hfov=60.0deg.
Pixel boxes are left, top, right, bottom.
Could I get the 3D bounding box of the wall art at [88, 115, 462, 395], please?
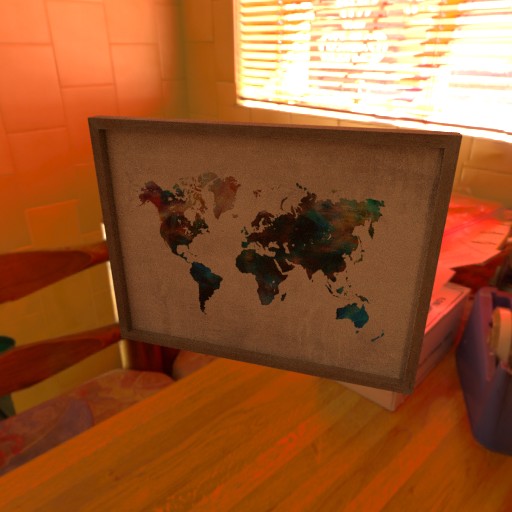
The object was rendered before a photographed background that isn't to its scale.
[{"bbox_3d":[0.000,0.000,1.750,1.320,1.009,0.070,7,26,16],"label":"wall art"}]
